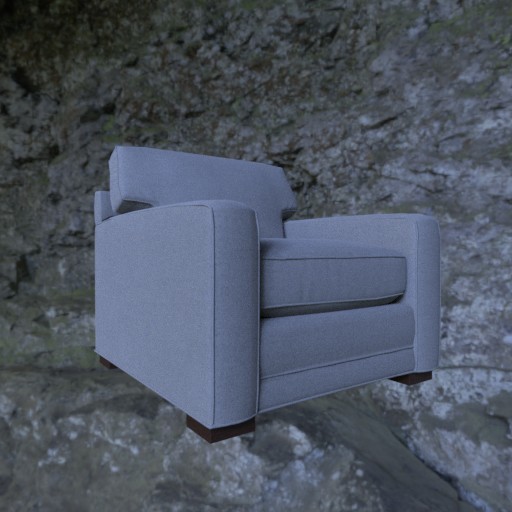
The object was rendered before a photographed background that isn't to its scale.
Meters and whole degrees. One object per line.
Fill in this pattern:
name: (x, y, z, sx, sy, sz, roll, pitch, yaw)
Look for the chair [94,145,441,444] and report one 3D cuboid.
chair: (0.000, 0.000, 1.788, 0.999, 0.934, 1.044, -1, 1, -35)
